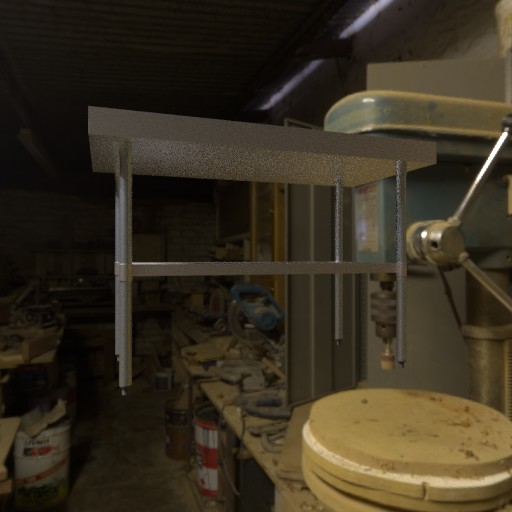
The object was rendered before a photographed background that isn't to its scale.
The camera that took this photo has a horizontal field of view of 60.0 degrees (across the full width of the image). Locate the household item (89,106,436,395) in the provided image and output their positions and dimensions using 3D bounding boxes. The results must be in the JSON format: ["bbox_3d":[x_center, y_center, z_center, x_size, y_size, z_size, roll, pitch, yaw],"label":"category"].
[{"bbox_3d":[0.000,0.000,1.749,1.219,0.851,0.610,0,0,-19],"label":"household item"}]
